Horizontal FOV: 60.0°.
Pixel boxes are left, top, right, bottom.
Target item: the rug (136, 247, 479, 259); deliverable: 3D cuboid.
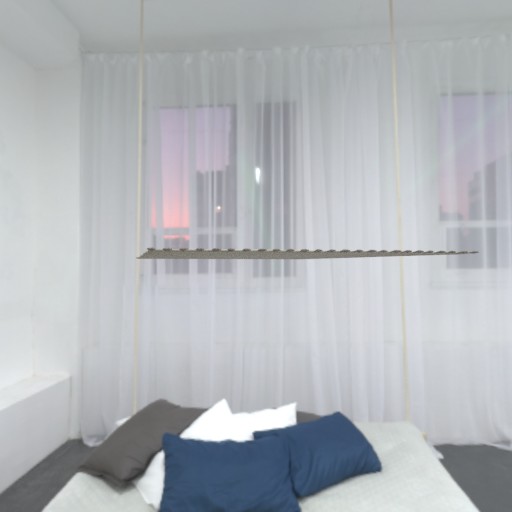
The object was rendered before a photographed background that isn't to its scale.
[{"bbox_3d":[0.000,0.000,3.064,1.563,0.014,2.425,0,-1,-16],"label":"rug"}]
